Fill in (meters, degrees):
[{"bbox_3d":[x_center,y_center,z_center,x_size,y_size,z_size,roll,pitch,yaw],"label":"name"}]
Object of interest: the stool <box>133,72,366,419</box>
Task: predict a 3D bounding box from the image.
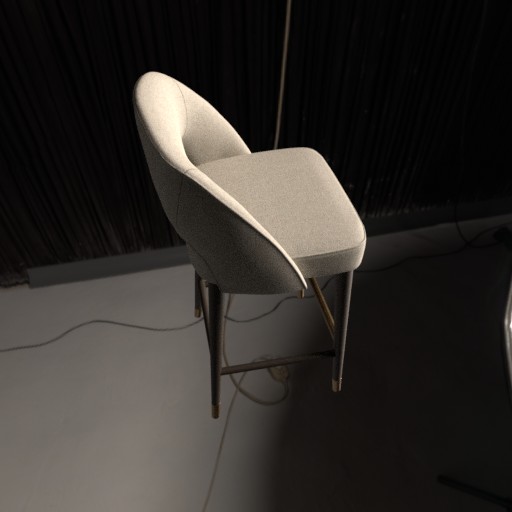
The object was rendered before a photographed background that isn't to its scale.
[{"bbox_3d":[0.000,0.000,1.296,0.509,1.037,0.494,-10,47,-9],"label":"stool"}]
